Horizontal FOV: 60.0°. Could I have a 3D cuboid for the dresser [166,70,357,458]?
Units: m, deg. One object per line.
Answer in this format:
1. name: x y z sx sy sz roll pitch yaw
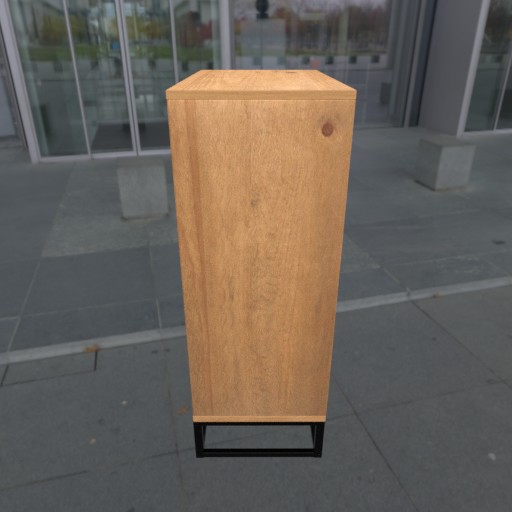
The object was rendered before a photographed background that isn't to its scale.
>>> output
1. dresser: 0.000 0.000 1.655 0.479 1.240 0.761 0 26 0
